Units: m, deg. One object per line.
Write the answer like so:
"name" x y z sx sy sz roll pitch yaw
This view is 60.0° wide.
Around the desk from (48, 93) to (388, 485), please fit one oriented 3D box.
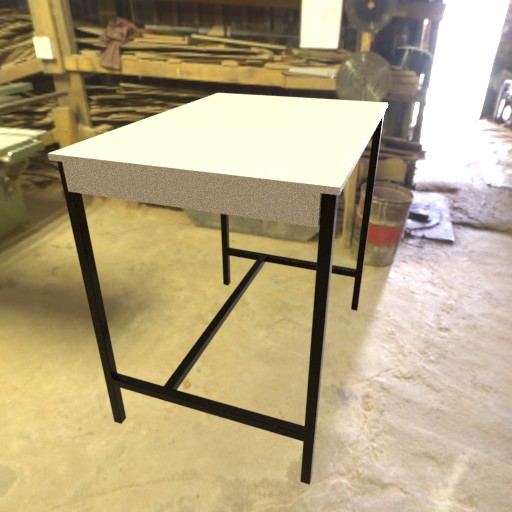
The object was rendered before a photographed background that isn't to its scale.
"desk" 0.000 0.000 1.299 0.573 0.766 0.811 10 30 17
